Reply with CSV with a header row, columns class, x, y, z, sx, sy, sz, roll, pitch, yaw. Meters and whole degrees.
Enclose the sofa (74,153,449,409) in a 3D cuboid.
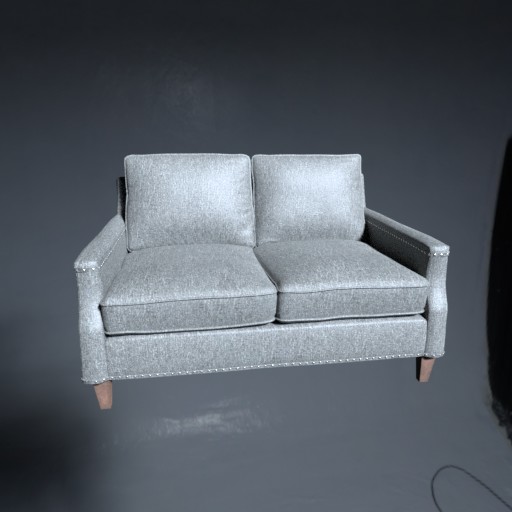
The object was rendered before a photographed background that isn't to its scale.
class,x,y,z,sx,sy,sz,roll,pitch,yaw
sofa,0.000,0.000,2.302,1.597,1.003,1.084,-2,17,-8
